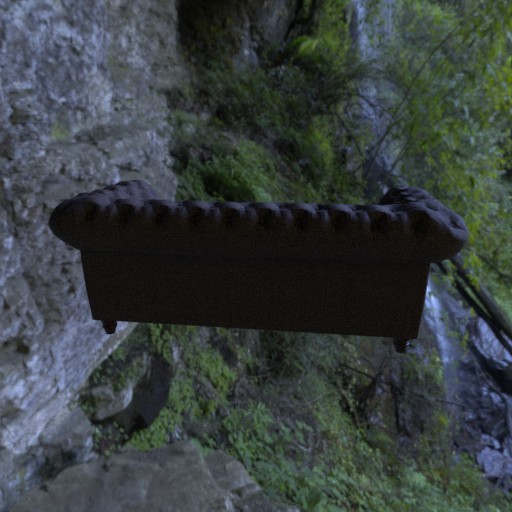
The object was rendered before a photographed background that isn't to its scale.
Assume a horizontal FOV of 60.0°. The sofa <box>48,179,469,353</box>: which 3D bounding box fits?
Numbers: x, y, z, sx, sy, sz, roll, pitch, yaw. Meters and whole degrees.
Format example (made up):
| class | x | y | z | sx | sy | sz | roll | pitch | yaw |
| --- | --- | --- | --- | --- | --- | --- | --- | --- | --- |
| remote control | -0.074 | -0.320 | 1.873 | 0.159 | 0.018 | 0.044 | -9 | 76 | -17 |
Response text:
| class | x | y | z | sx | sy | sz | roll | pitch | yaw |
| --- | --- | --- | --- | --- | --- | --- | --- | --- | --- |
| sofa | 0.000 | 0.000 | 2.551 | 2.048 | 0.780 | 0.944 | 2 | 17 | 7 |
